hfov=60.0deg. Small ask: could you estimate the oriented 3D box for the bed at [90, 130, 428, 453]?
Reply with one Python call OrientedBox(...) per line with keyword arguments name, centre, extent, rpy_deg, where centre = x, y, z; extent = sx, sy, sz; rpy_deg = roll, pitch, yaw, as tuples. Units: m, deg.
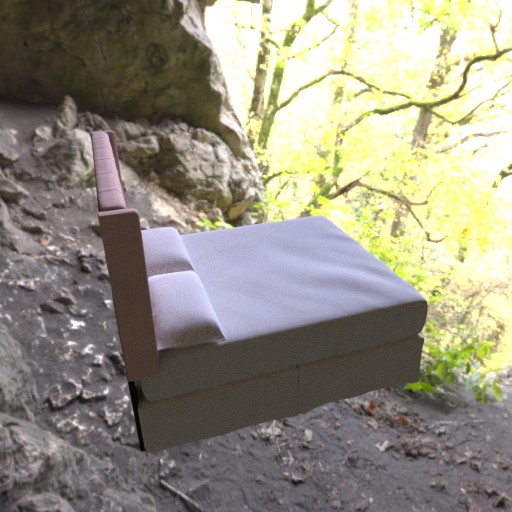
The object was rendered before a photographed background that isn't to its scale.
OrientedBox(name="bed", centre=(0.000, 0.000, 3.317), extent=(2.066, 1.665, 1.719), rpy_deg=(-10, 30, -17))
